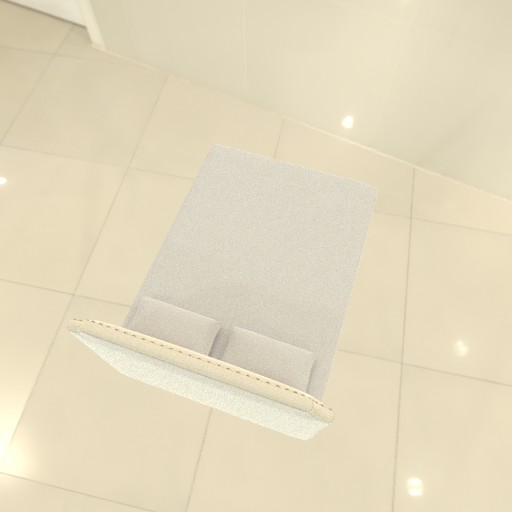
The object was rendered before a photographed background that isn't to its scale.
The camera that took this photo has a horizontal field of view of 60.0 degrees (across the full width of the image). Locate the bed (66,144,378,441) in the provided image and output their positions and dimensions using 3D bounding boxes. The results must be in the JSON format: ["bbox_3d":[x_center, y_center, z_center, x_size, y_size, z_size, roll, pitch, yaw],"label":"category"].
[{"bbox_3d":[0.000,0.000,3.654,1.712,1.497,2.372,17,64,9],"label":"bed"}]
